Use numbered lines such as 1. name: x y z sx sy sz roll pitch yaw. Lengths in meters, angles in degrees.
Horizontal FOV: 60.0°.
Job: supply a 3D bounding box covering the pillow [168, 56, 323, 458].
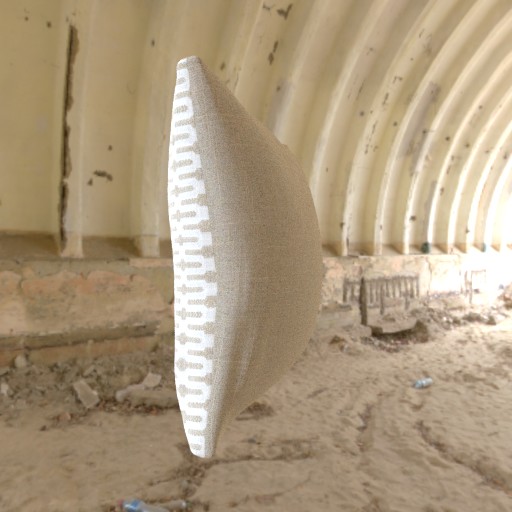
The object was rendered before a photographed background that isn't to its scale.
1. pillow: 0.000 0.000 0.768 0.219 0.491 0.496 0 1 17
